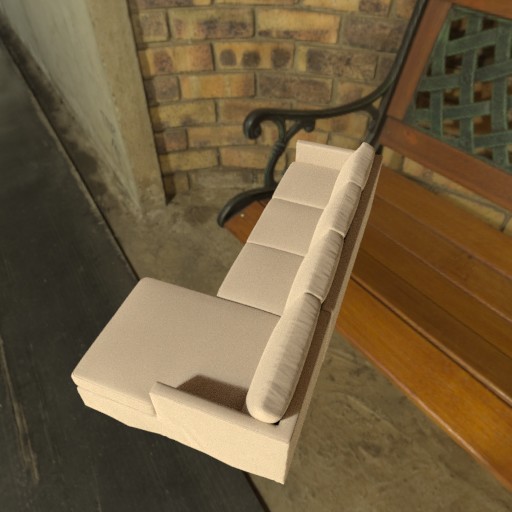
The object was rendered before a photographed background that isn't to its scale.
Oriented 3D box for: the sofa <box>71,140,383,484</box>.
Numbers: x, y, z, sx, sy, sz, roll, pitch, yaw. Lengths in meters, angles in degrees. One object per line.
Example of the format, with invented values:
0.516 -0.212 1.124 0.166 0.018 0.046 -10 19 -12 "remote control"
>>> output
0.000 0.000 3.922 1.622 0.871 3.206 15 48 14 "sofa"
